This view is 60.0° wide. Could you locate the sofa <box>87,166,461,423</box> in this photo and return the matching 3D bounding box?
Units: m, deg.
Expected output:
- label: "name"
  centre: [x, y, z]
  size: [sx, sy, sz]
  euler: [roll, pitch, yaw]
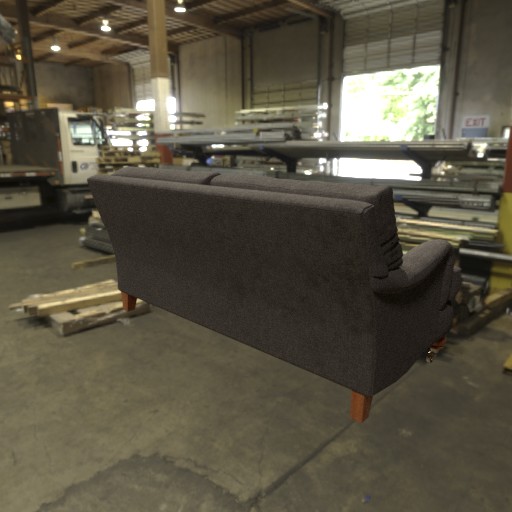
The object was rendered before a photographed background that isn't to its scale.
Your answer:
- label: "sofa"
  centre: [0.000, 0.000, 2.749]
  size: [2.160, 1.054, 1.087]
  euler: [13, 20, 42]
